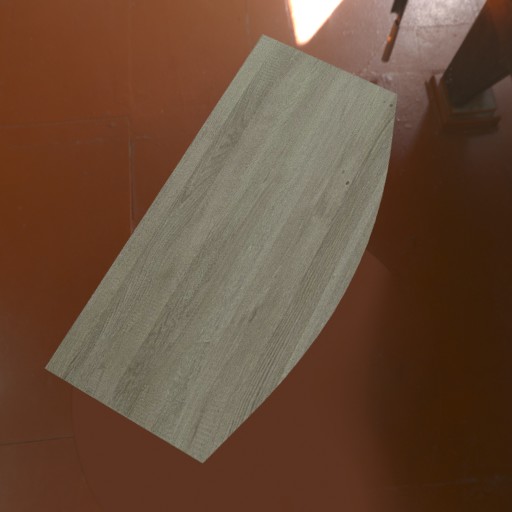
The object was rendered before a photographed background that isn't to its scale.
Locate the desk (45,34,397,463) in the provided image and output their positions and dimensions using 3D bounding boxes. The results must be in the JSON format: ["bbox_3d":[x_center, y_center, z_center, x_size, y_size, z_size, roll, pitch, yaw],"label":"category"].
[{"bbox_3d":[0.000,0.000,2.040,0.802,0.752,1.600,28,76,7],"label":"desk"}]
